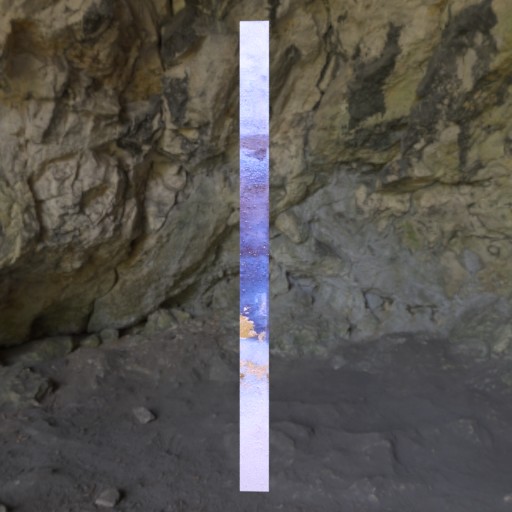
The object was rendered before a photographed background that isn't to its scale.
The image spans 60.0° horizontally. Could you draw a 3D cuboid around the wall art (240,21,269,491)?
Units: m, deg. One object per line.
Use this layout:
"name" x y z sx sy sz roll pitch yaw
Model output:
"wall art" 0.000 0.000 0.765 0.036 0.581 0.437 0 0 0
